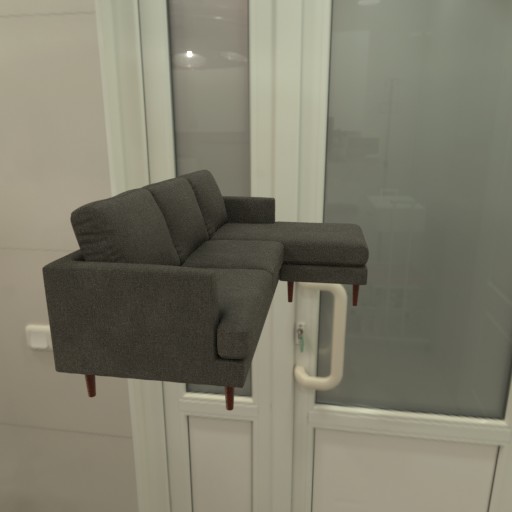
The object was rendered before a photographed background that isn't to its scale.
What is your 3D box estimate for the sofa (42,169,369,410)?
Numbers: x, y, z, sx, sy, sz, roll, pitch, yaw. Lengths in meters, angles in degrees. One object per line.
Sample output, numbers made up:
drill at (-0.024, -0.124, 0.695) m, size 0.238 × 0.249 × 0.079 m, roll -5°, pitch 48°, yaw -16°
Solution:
sofa at (0.000, 0.000, 2.871) m, size 1.504 × 0.956 × 2.233 m, roll 2°, pitch 16°, yaw 9°
